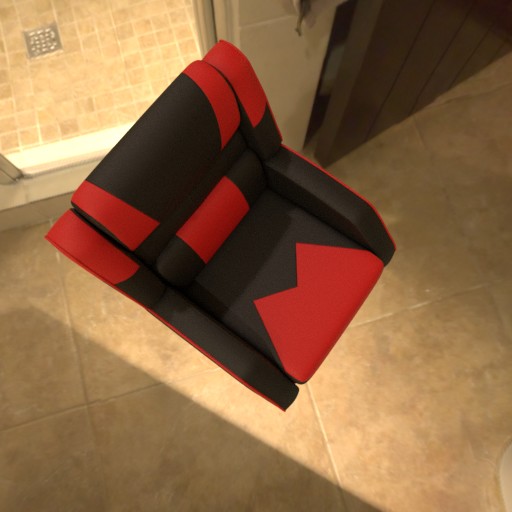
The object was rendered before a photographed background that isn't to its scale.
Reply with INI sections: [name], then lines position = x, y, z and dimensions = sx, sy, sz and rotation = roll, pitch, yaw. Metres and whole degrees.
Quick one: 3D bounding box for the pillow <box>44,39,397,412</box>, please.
[pillow]
position = 0.000, 0.000, 1.282
dimensions = 0.672, 0.805, 0.620
rotation = 36, 79, 8
